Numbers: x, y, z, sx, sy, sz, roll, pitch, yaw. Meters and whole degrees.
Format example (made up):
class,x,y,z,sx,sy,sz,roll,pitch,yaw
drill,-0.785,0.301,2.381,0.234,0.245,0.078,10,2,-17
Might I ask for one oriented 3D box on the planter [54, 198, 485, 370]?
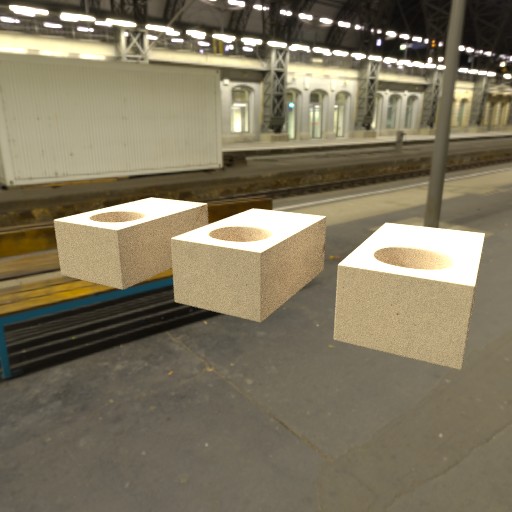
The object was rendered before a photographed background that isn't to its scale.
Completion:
class,x,y,z,sx,sy,sz,roll,pitch,yaw
planter,0.000,0.000,0.372,0.333,0.051,0.127,9,20,27
